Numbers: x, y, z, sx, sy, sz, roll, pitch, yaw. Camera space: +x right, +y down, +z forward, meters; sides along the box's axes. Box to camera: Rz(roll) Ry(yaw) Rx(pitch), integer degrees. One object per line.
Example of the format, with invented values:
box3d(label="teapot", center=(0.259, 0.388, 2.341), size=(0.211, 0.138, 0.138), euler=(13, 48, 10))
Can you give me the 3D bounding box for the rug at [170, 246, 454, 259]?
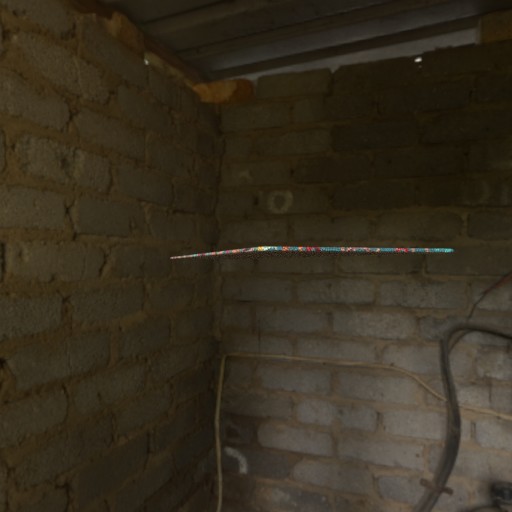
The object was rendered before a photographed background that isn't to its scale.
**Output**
box3d(label="rug", center=(0.000, 0.000, 2.454), size=(0.686, 0.013, 2.286), euler=(0, -1, -17))
